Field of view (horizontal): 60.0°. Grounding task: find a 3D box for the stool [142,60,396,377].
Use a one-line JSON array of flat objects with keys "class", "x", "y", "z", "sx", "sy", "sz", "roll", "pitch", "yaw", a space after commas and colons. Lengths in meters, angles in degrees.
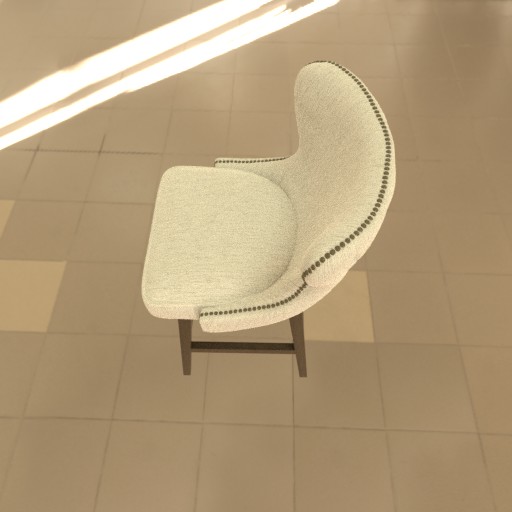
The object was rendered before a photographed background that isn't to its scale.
[{"class": "stool", "x": 0.000, "y": 0.000, "z": 1.350, "sx": 0.597, "sy": 0.972, "sz": 0.615, "roll": 1, "pitch": 58, "yaw": 1}]
